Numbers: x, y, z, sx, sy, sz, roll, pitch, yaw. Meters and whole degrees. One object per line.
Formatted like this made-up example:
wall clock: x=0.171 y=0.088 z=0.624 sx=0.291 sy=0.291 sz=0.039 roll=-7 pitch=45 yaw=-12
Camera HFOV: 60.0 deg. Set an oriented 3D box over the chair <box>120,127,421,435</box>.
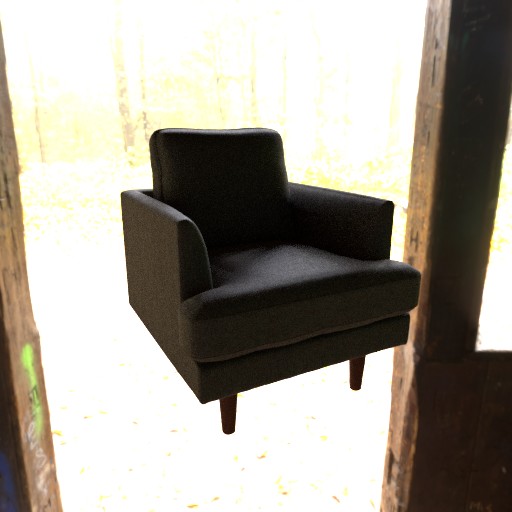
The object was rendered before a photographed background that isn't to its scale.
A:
chair: x=0.000 y=0.000 z=1.702 sx=0.858 sy=0.957 sz=0.899 roll=-8 pitch=17 yaw=-27
